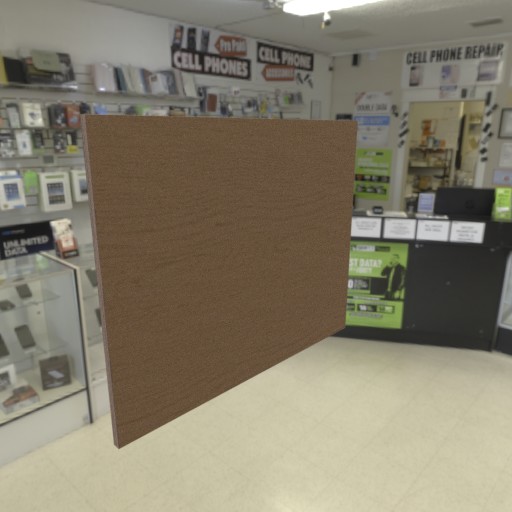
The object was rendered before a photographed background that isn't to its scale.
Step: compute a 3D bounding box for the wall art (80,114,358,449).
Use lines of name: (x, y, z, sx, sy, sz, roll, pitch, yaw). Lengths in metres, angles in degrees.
wall art: (0.000, 0.000, 0.685, 0.013, 0.406, 0.508, 15, 22, 43)
